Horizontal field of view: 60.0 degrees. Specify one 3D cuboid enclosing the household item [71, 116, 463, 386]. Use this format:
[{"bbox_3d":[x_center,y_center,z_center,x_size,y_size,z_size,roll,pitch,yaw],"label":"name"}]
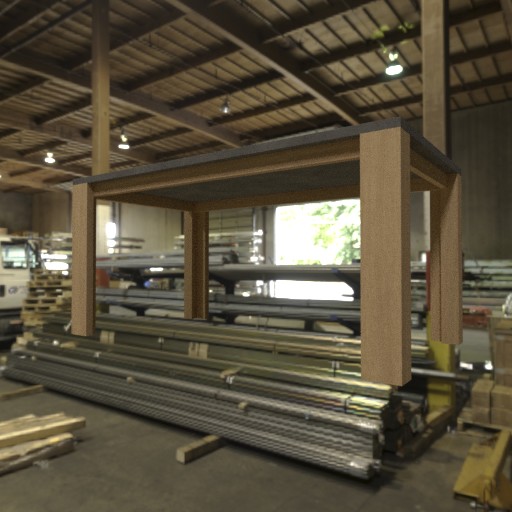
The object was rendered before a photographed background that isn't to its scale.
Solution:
[{"bbox_3d":[0.000,0.000,2.048,1.600,0.755,0.850,-1,-1,35],"label":"household item"}]
